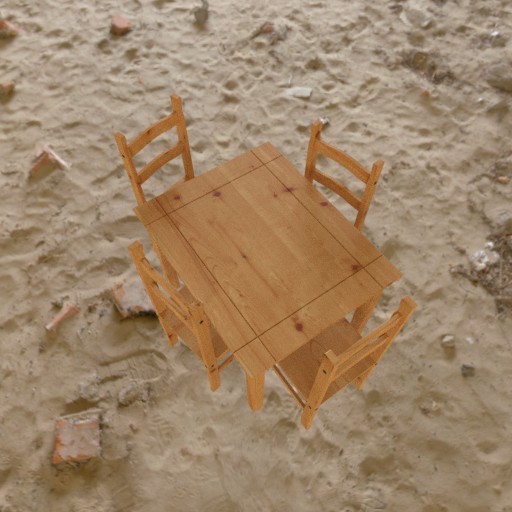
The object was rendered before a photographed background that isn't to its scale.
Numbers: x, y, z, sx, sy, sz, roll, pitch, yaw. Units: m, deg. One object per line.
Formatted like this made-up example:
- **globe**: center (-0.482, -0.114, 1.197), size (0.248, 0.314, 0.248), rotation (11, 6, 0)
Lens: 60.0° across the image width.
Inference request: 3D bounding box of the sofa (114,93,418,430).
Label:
- **sofa**: center (0.000, 0.000, 2.269), size (1.144, 1.000, 1.529), rotation (-30, 62, -18)
